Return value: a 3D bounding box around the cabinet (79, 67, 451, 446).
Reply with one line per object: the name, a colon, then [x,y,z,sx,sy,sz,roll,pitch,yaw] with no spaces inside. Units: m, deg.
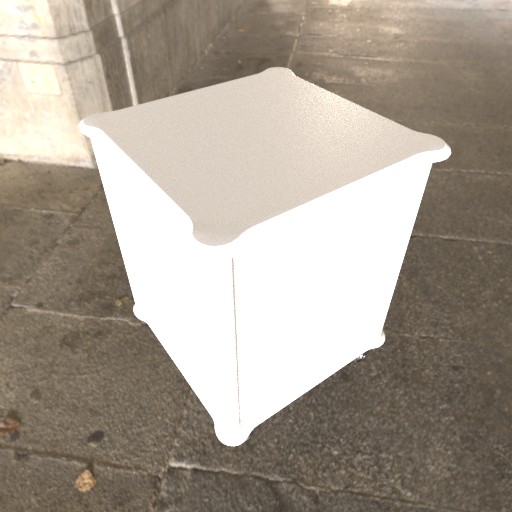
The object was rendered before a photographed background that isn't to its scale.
cabinet: [0.000,0.000,1.250,0.627,0.761,0.628,-26,48,-26]
